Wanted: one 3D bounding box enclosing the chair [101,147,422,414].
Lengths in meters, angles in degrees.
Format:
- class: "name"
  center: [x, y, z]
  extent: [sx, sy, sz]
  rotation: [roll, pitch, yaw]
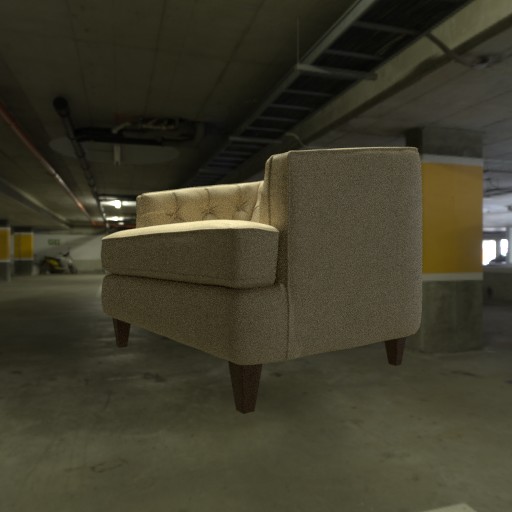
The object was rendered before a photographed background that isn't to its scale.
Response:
- class: "chair"
  center: [0.000, 0.000, 1.740]
  extent: [0.914, 0.787, 1.118]
  rotation: [0, 0, -35]
